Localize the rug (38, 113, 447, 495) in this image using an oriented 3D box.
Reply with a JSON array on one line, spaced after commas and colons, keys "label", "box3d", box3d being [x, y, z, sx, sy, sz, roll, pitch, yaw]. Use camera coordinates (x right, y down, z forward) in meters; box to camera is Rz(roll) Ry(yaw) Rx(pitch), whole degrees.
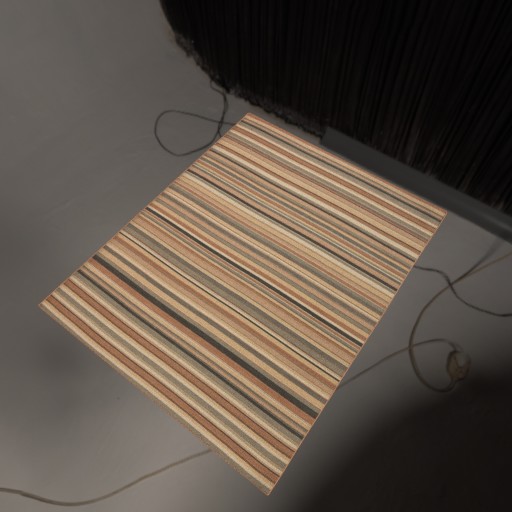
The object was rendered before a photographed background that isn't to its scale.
[{"label": "rug", "box3d": [0.000, 0.000, 4.082, 2.436, 0.011, 3.045, 32, 63, 18]}]
